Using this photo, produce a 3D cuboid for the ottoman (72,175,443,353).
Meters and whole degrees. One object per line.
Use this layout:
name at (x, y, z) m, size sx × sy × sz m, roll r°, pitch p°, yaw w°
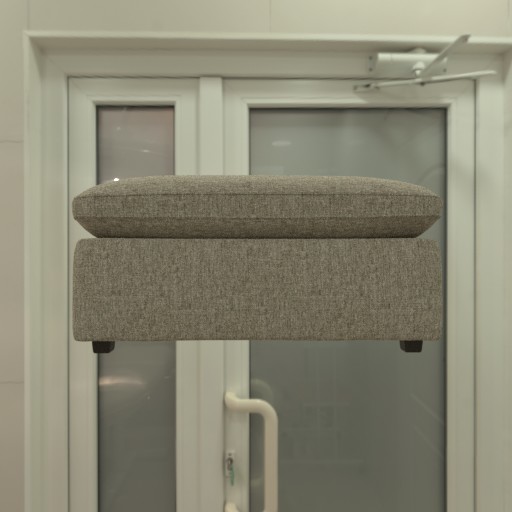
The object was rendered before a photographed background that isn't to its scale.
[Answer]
ottoman at (0.000, 0.000, 1.659) m, size 1.035 × 0.526 × 1.039 m, roll 0°, pitch 0°, yaw -1°
